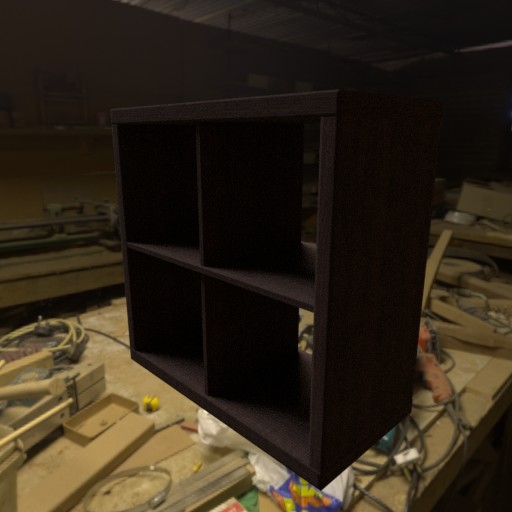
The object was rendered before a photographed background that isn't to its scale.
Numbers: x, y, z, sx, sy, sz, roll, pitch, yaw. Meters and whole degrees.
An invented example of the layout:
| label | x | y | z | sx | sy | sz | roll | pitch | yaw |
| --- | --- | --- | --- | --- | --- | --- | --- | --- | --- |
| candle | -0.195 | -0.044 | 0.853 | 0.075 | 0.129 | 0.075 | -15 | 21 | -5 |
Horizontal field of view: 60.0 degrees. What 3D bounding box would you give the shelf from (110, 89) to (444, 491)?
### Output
| label | x | y | z | sx | sy | sz | roll | pitch | yaw |
| --- | --- | --- | --- | --- | --- | --- | --- | --- | --- |
| shelf | 0.000 | 0.000 | 1.223 | 0.390 | 0.786 | 0.790 | -14 | 21 | -42 |
